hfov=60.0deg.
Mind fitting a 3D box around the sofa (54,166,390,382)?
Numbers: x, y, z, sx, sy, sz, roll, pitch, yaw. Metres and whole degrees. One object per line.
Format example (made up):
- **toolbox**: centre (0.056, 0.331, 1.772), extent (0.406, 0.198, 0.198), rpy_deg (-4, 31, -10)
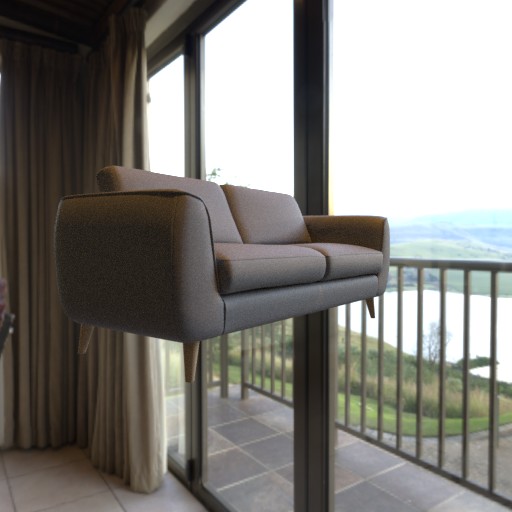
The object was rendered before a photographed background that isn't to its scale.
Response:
- **sofa**: centre (0.000, 0.000, 2.551), extent (0.920, 0.870, 2.000), rpy_deg (1, 2, 37)
